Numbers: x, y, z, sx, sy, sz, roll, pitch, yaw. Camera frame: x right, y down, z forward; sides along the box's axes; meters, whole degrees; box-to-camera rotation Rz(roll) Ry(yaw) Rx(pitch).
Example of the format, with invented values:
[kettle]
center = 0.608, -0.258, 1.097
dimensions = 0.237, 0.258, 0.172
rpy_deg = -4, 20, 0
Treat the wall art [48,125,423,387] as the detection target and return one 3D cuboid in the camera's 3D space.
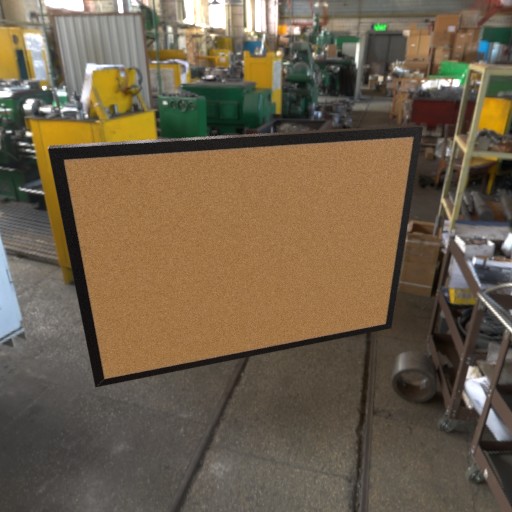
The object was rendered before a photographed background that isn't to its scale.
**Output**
[wall art]
center = 0.000, 0.000, 0.857
dimensions = 0.657, 0.458, 0.027
rpy_deg = -8, 26, -16
